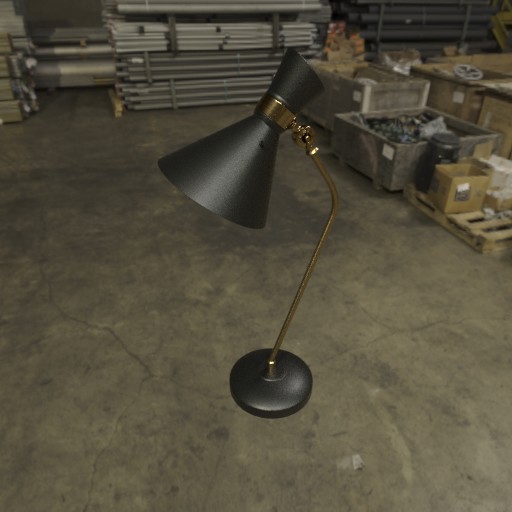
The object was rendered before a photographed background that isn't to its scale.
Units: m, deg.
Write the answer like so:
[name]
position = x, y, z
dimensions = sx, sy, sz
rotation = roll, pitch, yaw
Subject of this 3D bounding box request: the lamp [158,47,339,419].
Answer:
[lamp]
position = 0.000, 0.000, 0.760
dimensions = 0.292, 0.647, 0.189
rotation = -8, 32, -14
